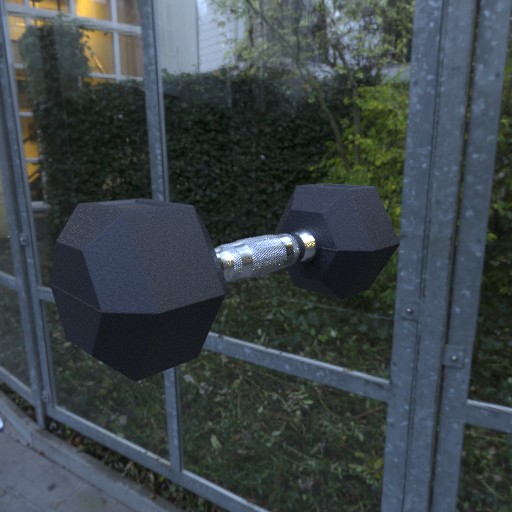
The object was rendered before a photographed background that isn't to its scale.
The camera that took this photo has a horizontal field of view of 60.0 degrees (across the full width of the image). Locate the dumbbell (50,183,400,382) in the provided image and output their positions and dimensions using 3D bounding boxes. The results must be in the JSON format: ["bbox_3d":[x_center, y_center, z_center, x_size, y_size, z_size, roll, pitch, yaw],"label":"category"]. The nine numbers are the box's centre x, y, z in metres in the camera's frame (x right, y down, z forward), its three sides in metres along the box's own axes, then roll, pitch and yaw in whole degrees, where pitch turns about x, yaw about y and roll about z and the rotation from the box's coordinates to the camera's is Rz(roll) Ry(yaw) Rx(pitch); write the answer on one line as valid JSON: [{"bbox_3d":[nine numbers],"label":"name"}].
[{"bbox_3d":[0.000,0.000,0.327,0.272,0.092,0.106,-13,18,-43],"label":"dumbbell"}]
